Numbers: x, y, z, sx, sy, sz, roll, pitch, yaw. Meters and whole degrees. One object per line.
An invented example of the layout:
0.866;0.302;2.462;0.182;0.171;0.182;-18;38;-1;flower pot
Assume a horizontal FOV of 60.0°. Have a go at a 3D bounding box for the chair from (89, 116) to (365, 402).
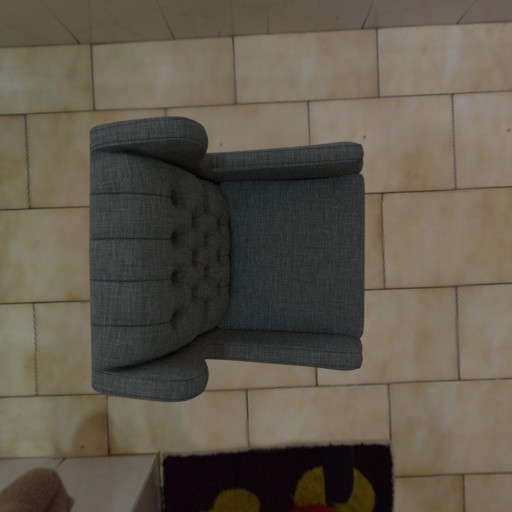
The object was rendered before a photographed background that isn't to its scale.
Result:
0.000;0.000;1.468;0.775;0.953;0.711;0;91;1;chair
